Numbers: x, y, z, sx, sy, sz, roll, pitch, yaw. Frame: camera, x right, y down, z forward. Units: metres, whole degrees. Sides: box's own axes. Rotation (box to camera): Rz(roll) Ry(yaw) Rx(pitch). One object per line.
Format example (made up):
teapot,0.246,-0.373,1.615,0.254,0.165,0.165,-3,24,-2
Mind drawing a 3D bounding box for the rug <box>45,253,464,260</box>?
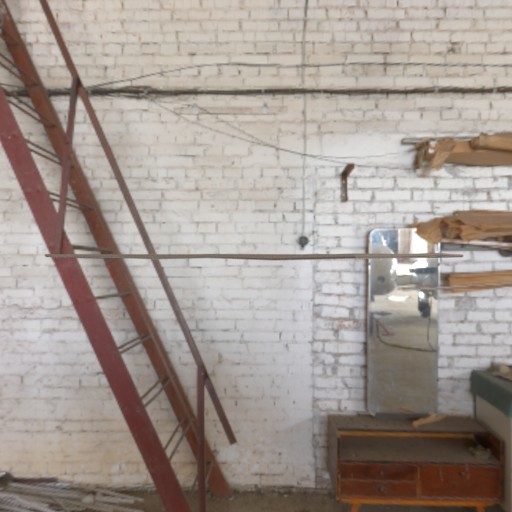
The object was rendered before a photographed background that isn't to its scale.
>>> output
rug,0.000,0.000,4.045,3.011,0.054,2.399,0,0,37
